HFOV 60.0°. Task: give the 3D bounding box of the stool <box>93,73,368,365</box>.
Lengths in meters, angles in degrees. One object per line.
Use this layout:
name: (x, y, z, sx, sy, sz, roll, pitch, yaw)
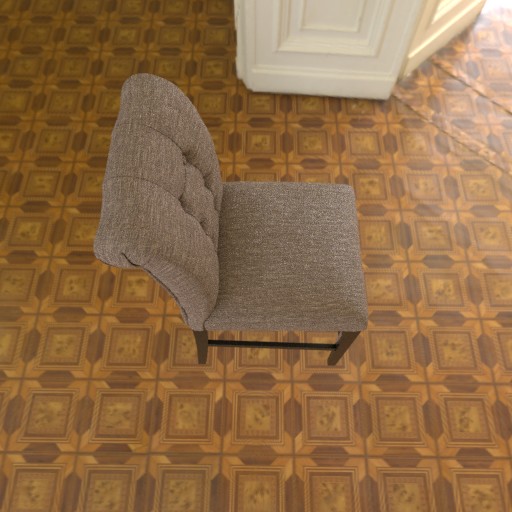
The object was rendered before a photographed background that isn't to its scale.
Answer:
stool: (0.000, 0.000, 1.306, 0.611, 0.970, 0.457, 0, 64, 0)
